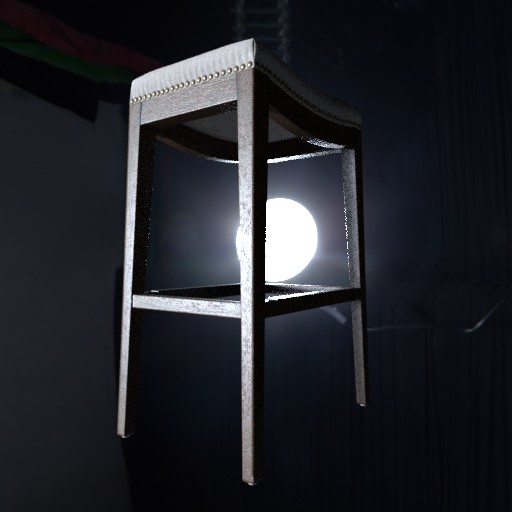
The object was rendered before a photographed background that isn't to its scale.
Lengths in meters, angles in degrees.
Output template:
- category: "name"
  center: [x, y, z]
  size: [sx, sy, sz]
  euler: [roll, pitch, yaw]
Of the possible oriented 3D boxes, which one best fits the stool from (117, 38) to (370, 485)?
- category: "stool"
  center: [0.000, 0.000, 1.035]
  size: [0.356, 0.762, 0.508]
  euler: [0, 0, 36]
